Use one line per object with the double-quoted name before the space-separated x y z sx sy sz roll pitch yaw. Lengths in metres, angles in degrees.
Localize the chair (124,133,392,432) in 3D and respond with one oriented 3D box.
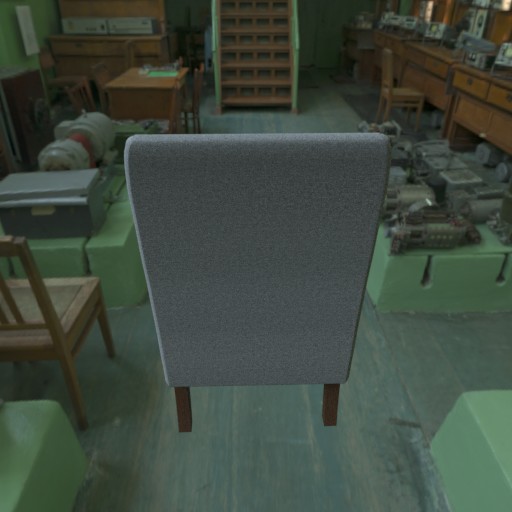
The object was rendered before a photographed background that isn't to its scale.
"chair" 0.000 0.000 1.182 0.513 0.804 0.592 -1 31 -2
